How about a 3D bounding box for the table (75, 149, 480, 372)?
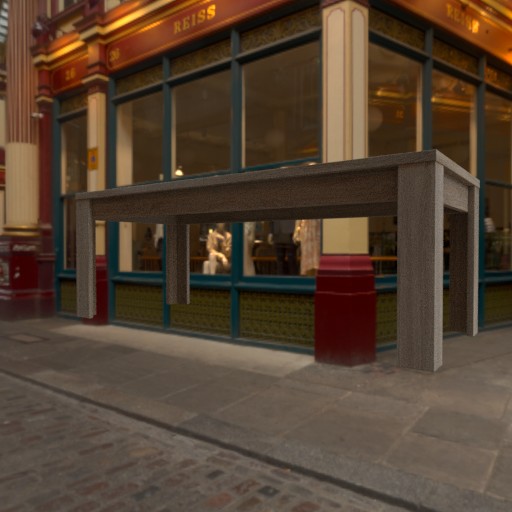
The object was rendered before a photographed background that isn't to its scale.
[{"bbox_3d":[0.000,0.000,2.572,2.200,0.790,0.900,1,1,35],"label":"table"}]
